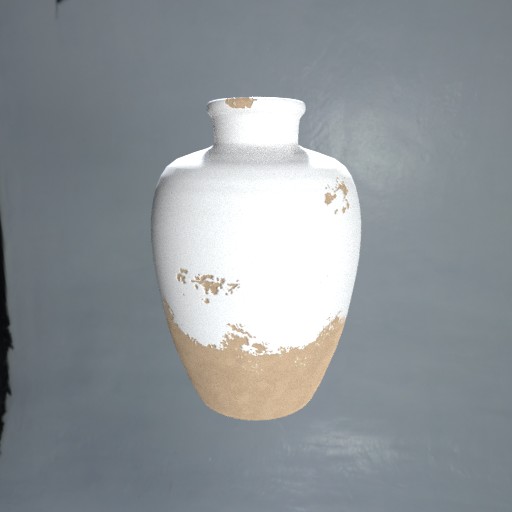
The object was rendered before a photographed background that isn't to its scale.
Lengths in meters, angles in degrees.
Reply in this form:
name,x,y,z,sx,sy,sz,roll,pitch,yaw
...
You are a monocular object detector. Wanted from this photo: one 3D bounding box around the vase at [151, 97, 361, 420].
name,x,y,z,sx,sy,sz,roll,pitch,yaw
vase,0.000,0.000,0.347,0.158,0.228,0.158,0,14,0
